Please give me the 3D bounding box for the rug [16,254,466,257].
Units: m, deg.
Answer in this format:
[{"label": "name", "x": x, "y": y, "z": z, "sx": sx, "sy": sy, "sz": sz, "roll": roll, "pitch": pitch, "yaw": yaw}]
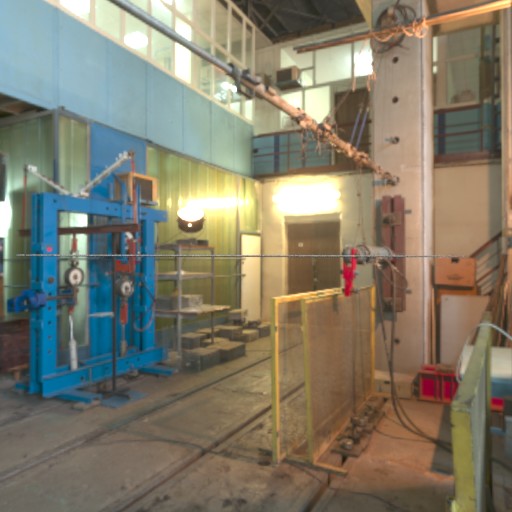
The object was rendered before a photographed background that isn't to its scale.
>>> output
[{"label": "rug", "x": 0.000, "y": 0.000, "z": 2.642, "sx": 2.443, "sy": 0.009, "sz": 0.706, "roll": 0, "pitch": 0, "yaw": -18}]
